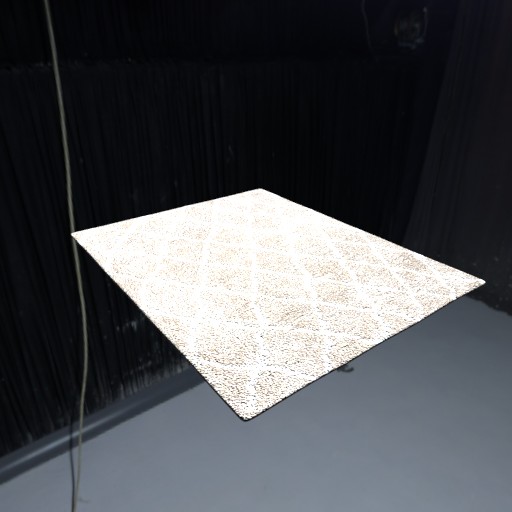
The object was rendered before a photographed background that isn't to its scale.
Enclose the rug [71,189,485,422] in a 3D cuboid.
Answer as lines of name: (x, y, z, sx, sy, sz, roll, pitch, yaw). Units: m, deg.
rug: (0.000, 0.000, 4.062, 2.438, 0.029, 3.047, -19, 32, -32)
